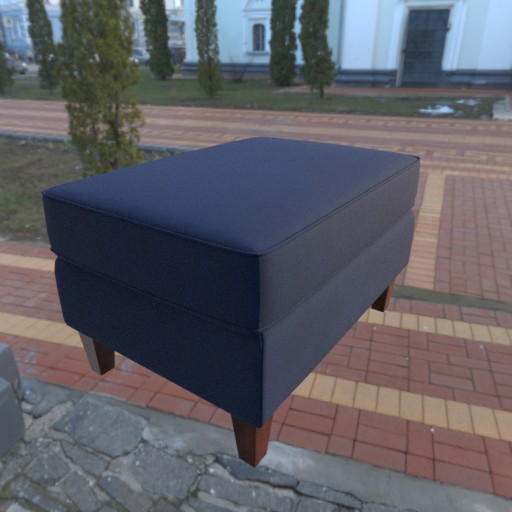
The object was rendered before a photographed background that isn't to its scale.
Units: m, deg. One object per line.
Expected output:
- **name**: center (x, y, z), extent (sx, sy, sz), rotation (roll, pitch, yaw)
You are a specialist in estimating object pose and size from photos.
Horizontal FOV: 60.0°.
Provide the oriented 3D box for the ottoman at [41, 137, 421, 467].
- **ottoman**: center (0.000, 0.000, 1.361), extent (0.686, 0.584, 0.965), rotation (16, 29, 31)
